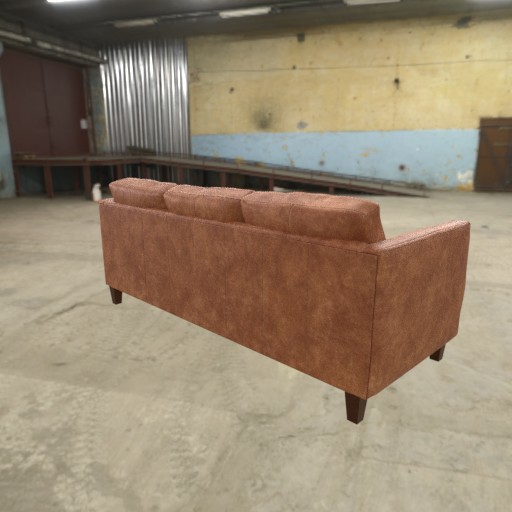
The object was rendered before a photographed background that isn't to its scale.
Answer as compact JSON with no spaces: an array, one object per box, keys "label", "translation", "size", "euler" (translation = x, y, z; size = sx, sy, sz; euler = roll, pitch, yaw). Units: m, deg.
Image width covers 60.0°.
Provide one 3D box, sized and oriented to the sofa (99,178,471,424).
[{"label":"sofa","translation":[0.000,0.000,3.017],"size":[1.045,1.006,2.464],"euler":[-13,19,-43]}]
